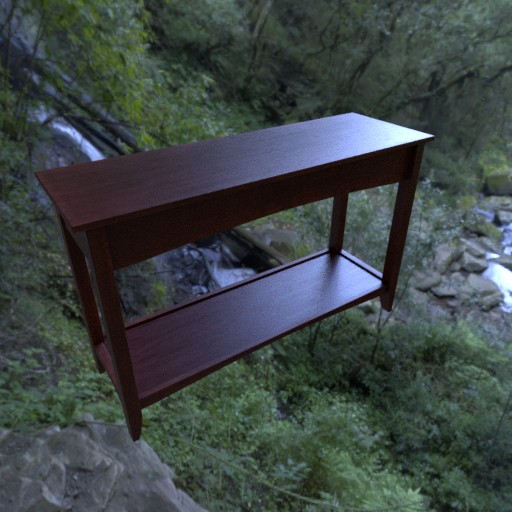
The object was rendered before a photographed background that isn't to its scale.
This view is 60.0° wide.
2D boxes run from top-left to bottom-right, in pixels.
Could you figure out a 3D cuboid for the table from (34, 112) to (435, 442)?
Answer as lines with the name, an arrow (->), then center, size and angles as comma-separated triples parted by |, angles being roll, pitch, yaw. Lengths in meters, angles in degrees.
table -> 0.000, 0.000, 1.535 | 1.188, 0.739, 0.392 | -19, 36, -28
